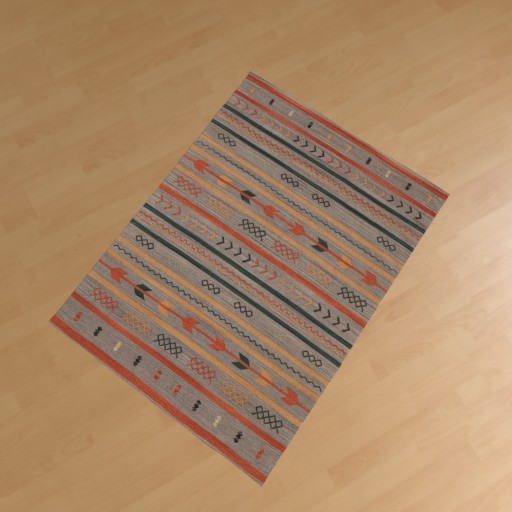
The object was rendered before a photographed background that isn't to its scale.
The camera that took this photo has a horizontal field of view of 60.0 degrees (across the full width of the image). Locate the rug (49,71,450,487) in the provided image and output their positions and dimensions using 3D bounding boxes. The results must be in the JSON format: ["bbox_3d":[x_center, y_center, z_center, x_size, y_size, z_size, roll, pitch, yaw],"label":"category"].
[{"bbox_3d":[0.000,0.000,3.956,2.263,0.022,3.029,34,79,8],"label":"rug"}]
